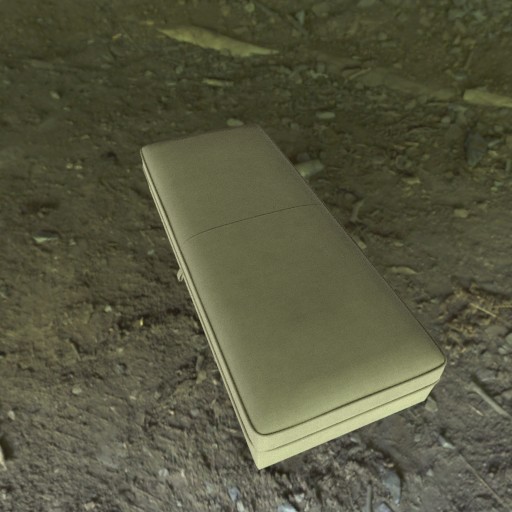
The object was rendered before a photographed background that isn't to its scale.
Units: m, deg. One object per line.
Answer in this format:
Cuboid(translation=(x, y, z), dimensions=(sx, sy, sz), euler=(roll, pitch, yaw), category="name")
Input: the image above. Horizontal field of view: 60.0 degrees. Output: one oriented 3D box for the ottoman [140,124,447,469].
Cuboid(translation=(0.000, 0.000, 2.036), dimensions=(0.735, 0.460, 1.726), euler=(-16, 47, -15), category="ottoman")
